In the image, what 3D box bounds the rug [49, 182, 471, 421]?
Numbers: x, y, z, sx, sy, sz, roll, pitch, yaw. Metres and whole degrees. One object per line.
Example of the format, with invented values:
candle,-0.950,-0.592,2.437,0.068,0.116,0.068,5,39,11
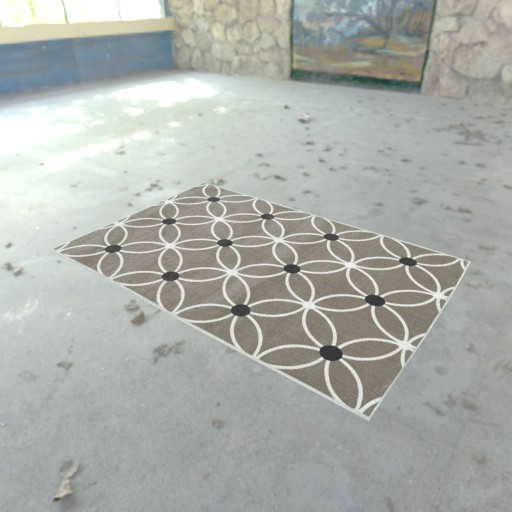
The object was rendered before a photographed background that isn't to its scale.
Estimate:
rug,0.000,0.000,2.866,2.284,0.008,1.522,21,37,31
